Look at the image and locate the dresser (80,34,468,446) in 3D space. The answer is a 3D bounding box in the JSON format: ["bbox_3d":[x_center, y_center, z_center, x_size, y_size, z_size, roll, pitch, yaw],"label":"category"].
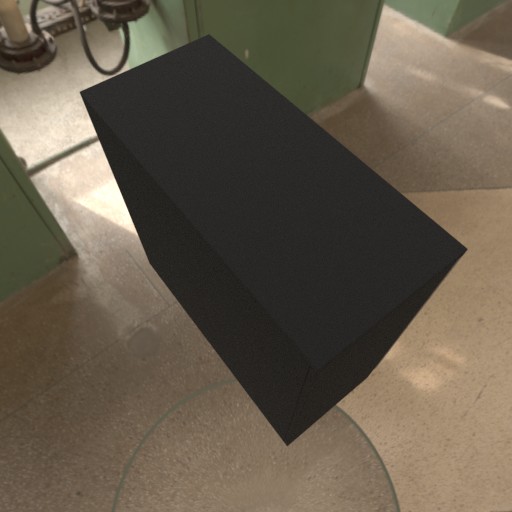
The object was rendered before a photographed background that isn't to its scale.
[{"bbox_3d":[0.000,0.000,1.144,0.360,0.720,0.750,-34,65,-18],"label":"dresser"}]
